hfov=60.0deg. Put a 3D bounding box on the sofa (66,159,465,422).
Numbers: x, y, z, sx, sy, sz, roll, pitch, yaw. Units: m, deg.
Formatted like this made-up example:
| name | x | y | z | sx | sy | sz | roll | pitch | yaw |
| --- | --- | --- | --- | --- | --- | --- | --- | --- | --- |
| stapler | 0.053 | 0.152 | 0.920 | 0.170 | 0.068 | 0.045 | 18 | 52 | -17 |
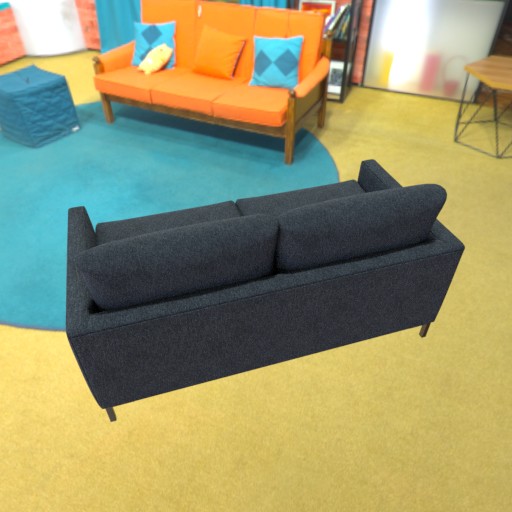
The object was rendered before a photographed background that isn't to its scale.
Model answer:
| name | x | y | z | sx | sy | sz | roll | pitch | yaw |
| --- | --- | --- | --- | --- | --- | --- | --- | --- | --- |
| sofa | 0.000 | 0.000 | 2.199 | 1.716 | 0.862 | 0.866 | -12 | 42 | -13 |
